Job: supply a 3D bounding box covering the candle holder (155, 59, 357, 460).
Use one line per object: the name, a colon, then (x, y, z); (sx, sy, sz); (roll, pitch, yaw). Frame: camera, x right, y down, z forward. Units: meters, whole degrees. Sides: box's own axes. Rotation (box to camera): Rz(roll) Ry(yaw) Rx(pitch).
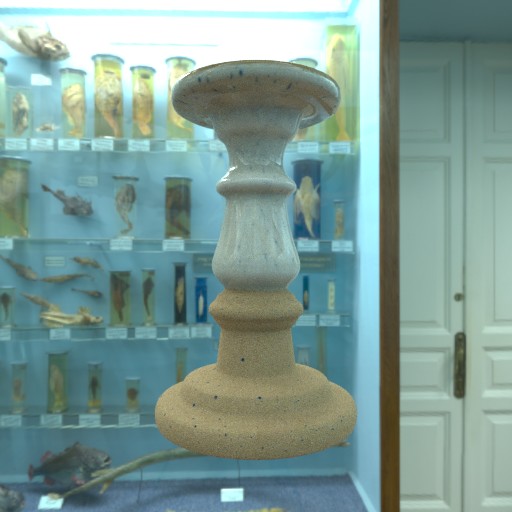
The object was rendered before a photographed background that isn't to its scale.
candle holder: (0.000, 0.000, 0.276); (0.123, 0.202, 0.123); (0, 0, 0)
